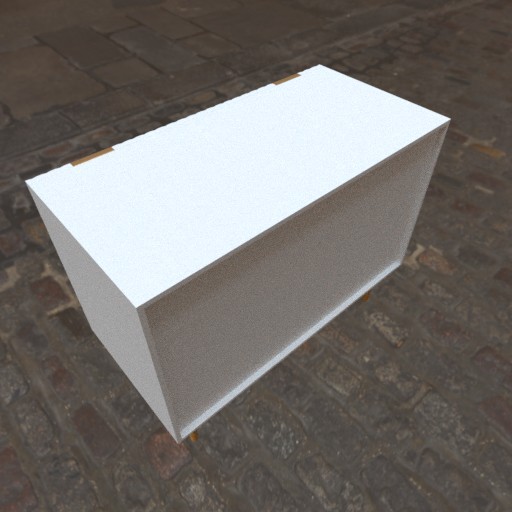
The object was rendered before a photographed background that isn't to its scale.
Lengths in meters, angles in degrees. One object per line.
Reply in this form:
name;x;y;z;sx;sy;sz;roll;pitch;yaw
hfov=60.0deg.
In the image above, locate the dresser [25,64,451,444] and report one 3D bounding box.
dresser;0.000;0.000;1.281;0.905;0.721;0.457;-32;53;-28
